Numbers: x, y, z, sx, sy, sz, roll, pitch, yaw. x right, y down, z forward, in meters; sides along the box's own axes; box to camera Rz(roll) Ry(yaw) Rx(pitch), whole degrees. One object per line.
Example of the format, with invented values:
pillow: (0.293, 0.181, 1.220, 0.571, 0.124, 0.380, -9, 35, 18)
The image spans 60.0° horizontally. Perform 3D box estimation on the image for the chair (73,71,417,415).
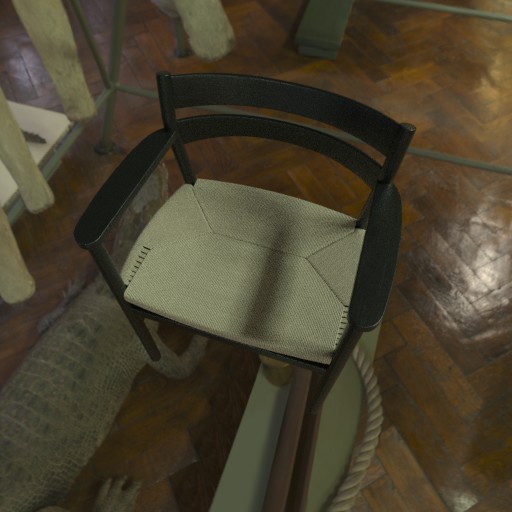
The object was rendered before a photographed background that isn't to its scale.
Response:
chair: (0.000, 0.000, 1.175, 0.630, 0.775, 0.508, 16, 59, 10)
